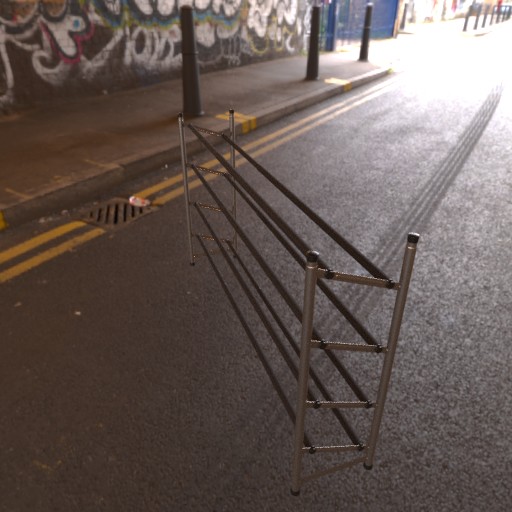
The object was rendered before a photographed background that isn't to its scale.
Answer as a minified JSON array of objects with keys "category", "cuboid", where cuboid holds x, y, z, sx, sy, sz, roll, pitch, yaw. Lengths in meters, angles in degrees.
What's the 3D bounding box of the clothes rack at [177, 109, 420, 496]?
[{"category":"clothes rack","cuboid":[0.000,0.000,1.414,0.229,0.672,1.168,-10,31,-17]}]
